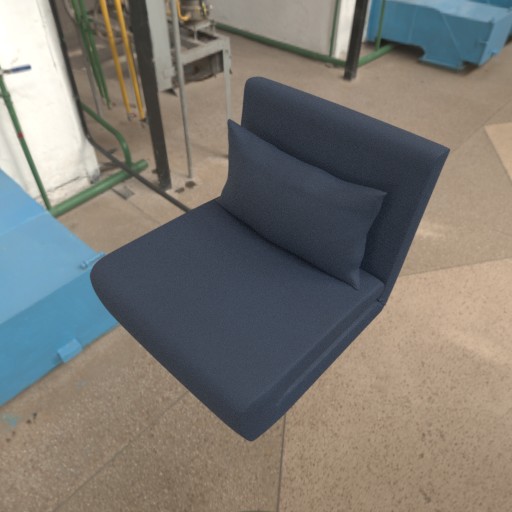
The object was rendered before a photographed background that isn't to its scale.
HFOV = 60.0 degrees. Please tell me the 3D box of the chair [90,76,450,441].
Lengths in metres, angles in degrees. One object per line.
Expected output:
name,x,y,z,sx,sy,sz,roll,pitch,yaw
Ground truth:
chair,0.000,0.000,1.519,0.770,0.808,0.900,33,53,29
